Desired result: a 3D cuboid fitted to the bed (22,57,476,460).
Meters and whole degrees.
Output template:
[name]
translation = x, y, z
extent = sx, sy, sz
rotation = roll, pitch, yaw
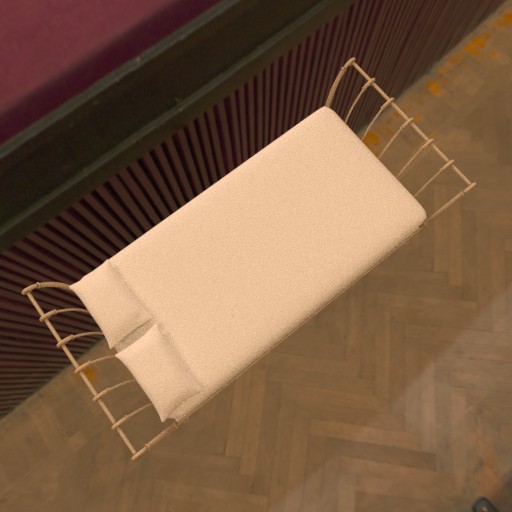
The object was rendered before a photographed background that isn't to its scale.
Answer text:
[bed]
translation = 0.000, 0.000, 2.711
extent = 2.228, 0.873, 1.032
rotation = -37, 79, -8
